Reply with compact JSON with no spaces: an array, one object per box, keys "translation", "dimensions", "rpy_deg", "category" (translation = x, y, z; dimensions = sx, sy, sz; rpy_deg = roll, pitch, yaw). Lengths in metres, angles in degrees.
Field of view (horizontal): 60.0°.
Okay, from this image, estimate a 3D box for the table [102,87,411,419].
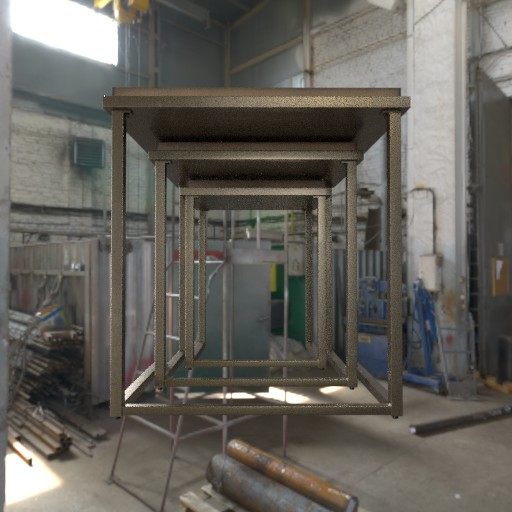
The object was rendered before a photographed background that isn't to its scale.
[{"translation":[0.000,0.000,1.151],"dimensions":[0.559,0.610,0.706],"rpy_deg":[0,-1,0],"category":"table"}]
